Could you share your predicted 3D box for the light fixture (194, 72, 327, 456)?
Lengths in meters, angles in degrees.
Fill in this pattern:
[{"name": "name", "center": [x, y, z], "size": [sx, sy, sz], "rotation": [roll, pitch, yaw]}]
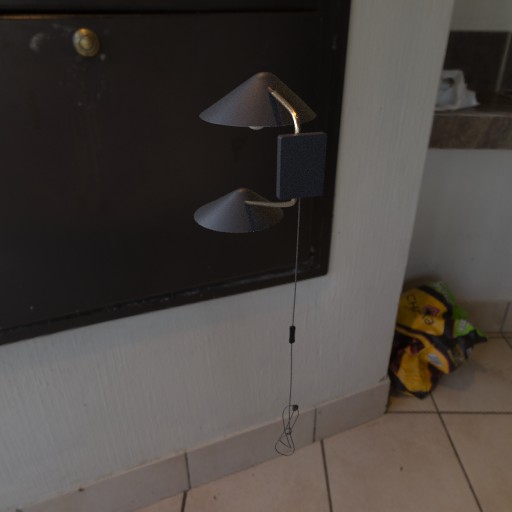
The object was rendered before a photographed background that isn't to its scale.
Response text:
[{"name": "light fixture", "center": [0.000, 0.000, 0.853], "size": [0.189, 0.665, 0.422], "rotation": [-8, 29, -15]}]
